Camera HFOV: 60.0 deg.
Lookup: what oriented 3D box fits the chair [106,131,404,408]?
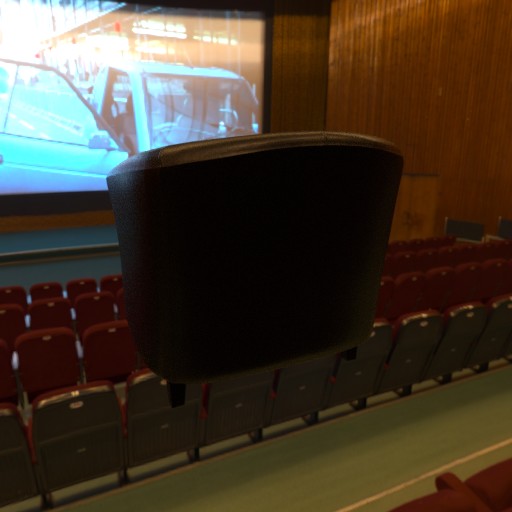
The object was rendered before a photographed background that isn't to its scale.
[{"bbox_3d":[0.000,0.000,1.400,0.793,0.756,0.727,-7,17,-25],"label":"chair"}]
